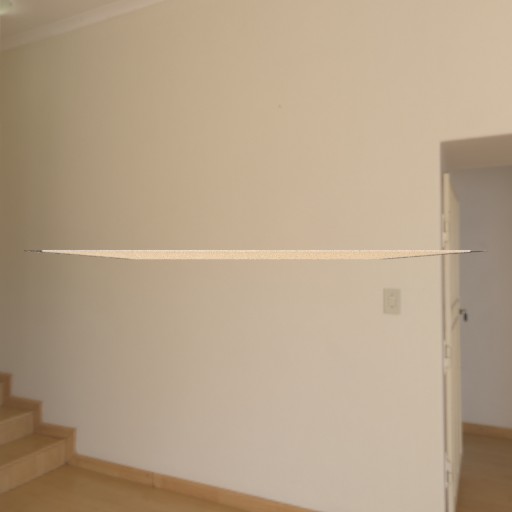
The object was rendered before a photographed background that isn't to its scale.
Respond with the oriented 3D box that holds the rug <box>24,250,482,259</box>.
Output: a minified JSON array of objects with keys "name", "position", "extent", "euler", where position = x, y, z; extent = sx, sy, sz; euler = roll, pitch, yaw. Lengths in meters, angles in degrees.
[{"name":"rug","position":[0.000,0.000,4.358],"extent":[3.327,0.010,2.464],"euler":[0,-2,0]}]
